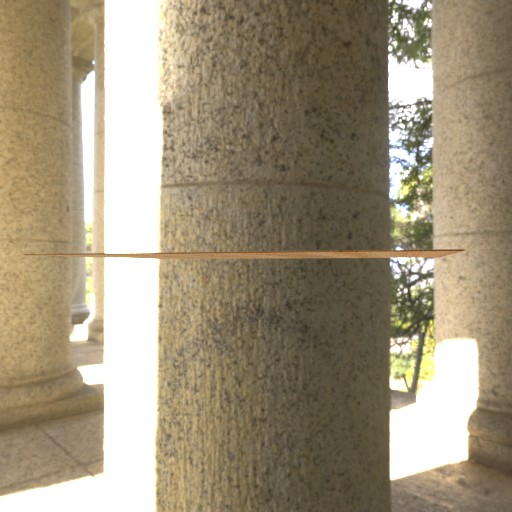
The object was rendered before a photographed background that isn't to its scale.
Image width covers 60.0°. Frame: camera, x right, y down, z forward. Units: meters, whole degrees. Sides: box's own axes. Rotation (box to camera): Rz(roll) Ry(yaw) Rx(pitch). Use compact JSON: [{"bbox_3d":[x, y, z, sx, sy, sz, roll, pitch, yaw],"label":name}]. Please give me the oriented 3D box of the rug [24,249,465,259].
[{"bbox_3d":[0.000,0.000,2.923,2.336,0.007,1.525,0,-1,19],"label":"rug"}]
